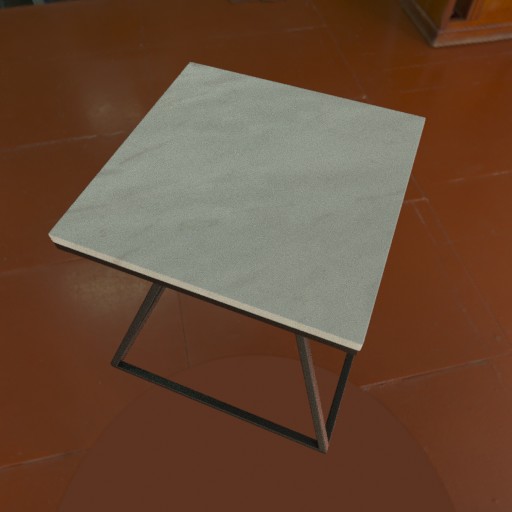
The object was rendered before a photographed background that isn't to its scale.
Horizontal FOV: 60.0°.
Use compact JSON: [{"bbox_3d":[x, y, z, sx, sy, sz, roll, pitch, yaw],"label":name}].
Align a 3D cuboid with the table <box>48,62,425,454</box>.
[{"bbox_3d":[0.000,0.000,0.802,0.455,0.431,0.455,18,58,12],"label":"table"}]
